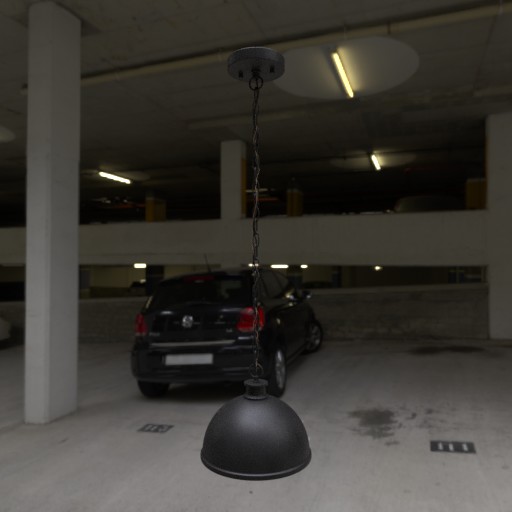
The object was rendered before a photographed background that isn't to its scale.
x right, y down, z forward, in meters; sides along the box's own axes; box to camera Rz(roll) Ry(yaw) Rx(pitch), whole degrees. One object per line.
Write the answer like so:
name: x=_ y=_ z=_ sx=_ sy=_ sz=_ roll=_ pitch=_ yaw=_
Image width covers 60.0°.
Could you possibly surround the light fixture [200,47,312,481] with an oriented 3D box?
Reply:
light fixture: x=0.000 y=0.000 z=1.229 sx=0.304 sy=1.090 sz=0.304 roll=0 pitch=-1 yaw=20
